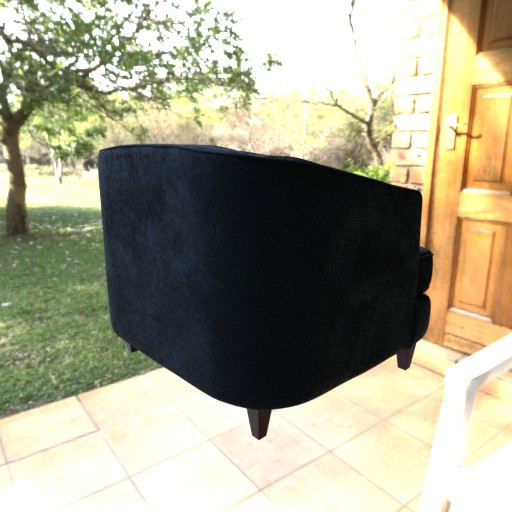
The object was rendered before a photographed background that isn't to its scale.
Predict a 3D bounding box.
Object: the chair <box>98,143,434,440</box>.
[{"bbox_3d":[0.000,0.000,1.738,0.940,0.852,1.094,-13,19,-41],"label":"chair"}]
